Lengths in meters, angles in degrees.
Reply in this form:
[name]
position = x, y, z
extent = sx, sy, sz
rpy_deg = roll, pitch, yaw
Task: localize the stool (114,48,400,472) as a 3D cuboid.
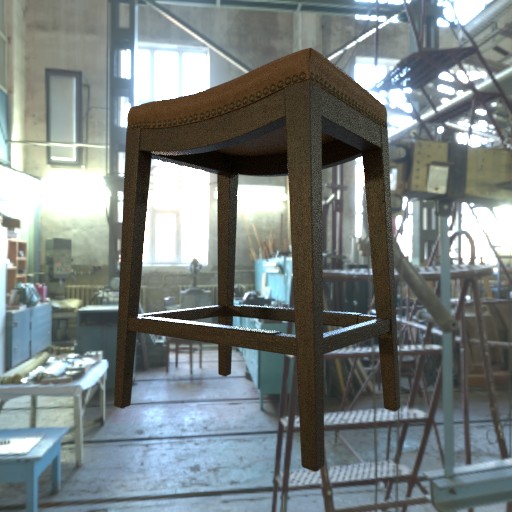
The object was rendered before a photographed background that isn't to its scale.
[stool]
position = 0.000, 0.000, 0.957
extent = 0.500, 0.660, 0.361
rpy_deg = -1, -1, 37
